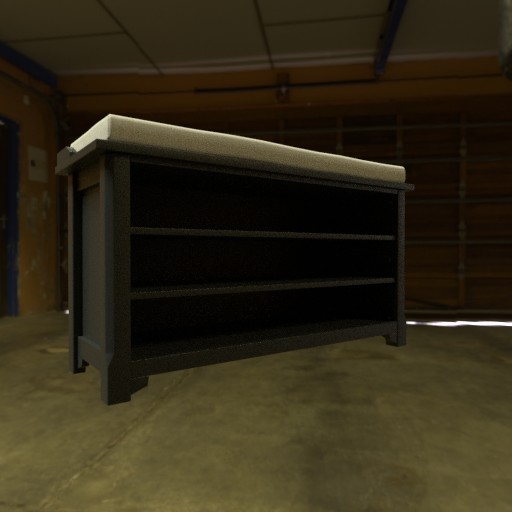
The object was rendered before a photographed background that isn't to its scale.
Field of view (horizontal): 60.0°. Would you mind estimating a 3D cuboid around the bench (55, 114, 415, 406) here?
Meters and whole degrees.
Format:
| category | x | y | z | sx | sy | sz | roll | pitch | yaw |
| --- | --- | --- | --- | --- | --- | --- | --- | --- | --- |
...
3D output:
| category | x | y | z | sx | sy | sz | roll | pitch | yaw |
| --- | --- | --- | --- | --- | --- | --- | --- | --- | --- |
| bench | 0.000 | 0.000 | 1.240 | 0.973 | 0.561 | 0.345 | 0 | 1 | -36 |
